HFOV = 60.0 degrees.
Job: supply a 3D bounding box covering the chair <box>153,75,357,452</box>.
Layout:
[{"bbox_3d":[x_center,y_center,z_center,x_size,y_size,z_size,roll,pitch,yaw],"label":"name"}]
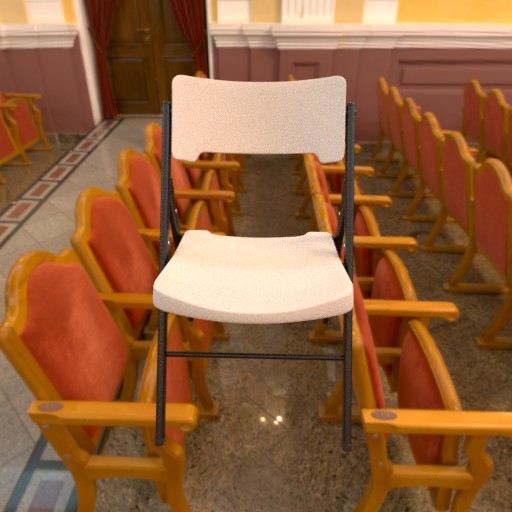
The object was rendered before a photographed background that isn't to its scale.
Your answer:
[{"bbox_3d":[0.000,0.000,1.095,0.482,0.765,0.577,1,31,2],"label":"chair"}]
